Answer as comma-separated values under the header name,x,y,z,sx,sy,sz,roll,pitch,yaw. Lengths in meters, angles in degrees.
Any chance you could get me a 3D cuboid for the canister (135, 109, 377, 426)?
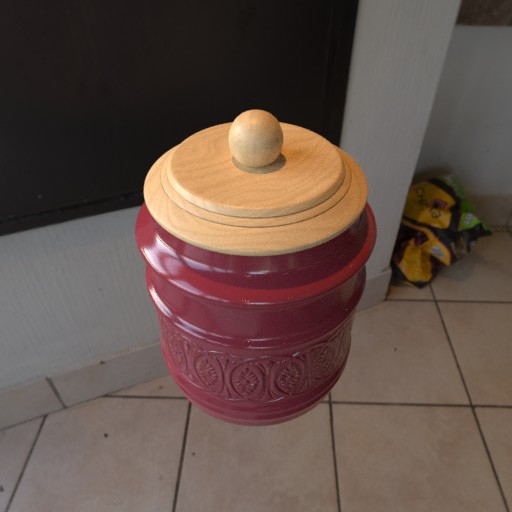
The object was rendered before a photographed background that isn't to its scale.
name,x,y,z,sx,sy,sz,roll,pitch,yaw
canister,0.000,0.000,0.262,0.130,0.176,0.130,0,42,0
